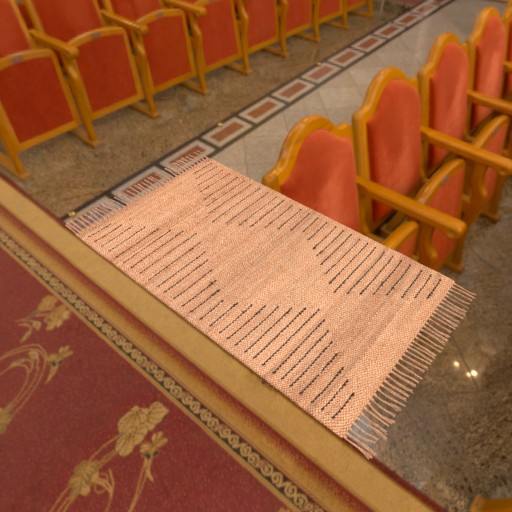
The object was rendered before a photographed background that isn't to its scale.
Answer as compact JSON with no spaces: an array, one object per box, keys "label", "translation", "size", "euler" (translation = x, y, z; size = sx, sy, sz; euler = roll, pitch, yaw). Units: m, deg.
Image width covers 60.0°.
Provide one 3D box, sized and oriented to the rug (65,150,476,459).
[{"label":"rug","translation":[0.000,0.000,2.005],"size":[1.718,0.017,0.905],"euler":[31,53,27]}]
